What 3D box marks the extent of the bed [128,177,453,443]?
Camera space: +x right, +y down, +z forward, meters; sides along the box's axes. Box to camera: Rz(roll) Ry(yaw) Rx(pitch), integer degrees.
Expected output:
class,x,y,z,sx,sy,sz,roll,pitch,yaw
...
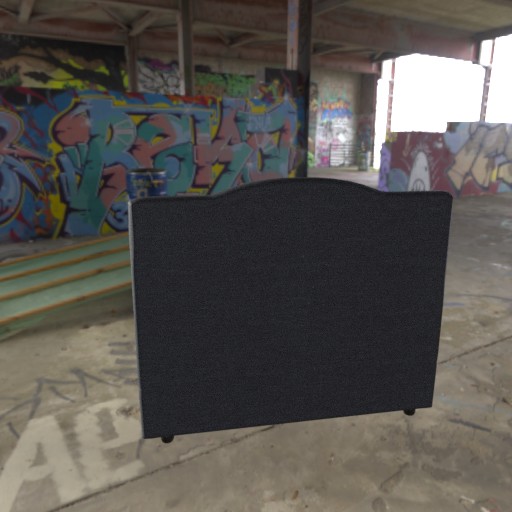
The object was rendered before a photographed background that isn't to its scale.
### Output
class,x,y,z,sx,sy,sz,roll,pitch,yaw
bed,0.000,0.000,3.548,1.747,1.441,2.507,-3,15,-10
